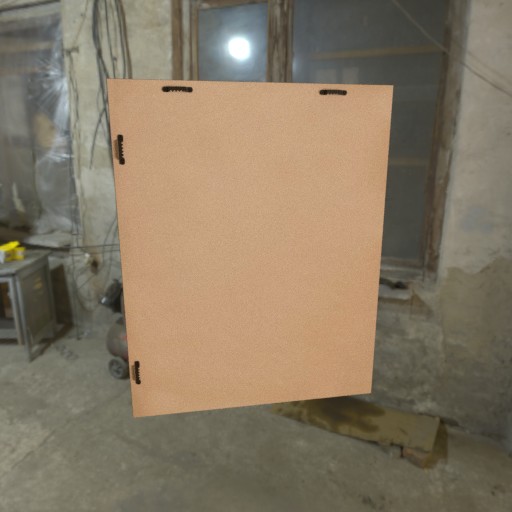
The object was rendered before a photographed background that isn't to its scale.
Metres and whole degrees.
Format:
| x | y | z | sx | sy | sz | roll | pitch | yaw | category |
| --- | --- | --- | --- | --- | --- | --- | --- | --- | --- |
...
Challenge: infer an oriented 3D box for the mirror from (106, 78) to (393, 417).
| x | y | z | sx | sy | sz | roll | pitch | yaw | category |
| --- | --- | --- | --- | --- | --- | --- | --- | --- | --- |
| 0.000 | 0.000 | 0.695 | 0.406 | 0.509 | 0.041 | -3 | 15 | -10 | mirror |
